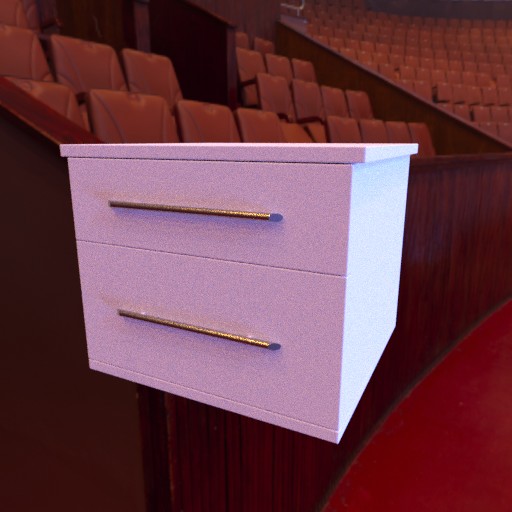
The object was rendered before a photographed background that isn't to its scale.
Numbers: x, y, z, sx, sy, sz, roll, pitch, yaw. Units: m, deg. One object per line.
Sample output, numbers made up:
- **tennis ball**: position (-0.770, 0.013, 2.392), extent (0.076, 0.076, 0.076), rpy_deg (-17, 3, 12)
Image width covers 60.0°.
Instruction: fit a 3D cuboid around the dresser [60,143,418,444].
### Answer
- **dresser**: position (0.000, 0.000, 0.735), extent (0.430, 0.360, 0.400), rpy_deg (7, 16, 26)
